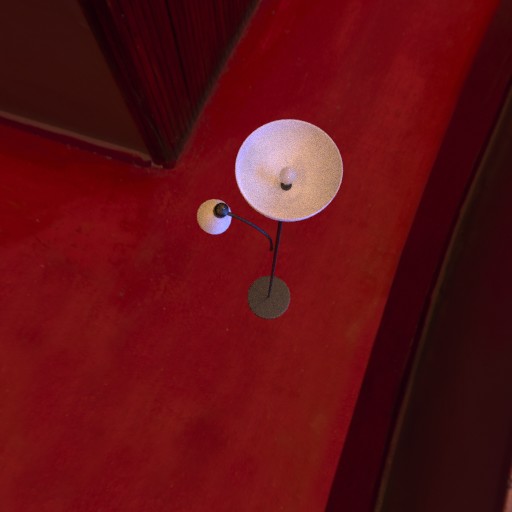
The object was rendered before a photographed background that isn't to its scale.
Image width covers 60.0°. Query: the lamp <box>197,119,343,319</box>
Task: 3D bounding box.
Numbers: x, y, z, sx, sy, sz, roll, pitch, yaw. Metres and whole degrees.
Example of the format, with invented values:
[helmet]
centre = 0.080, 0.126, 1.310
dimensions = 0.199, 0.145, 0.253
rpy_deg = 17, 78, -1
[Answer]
[lamp]
centre = 0.000, 0.000, 1.969
dimensions = 0.442, 1.804, 0.279
rpy_deg = 17, 75, 5
